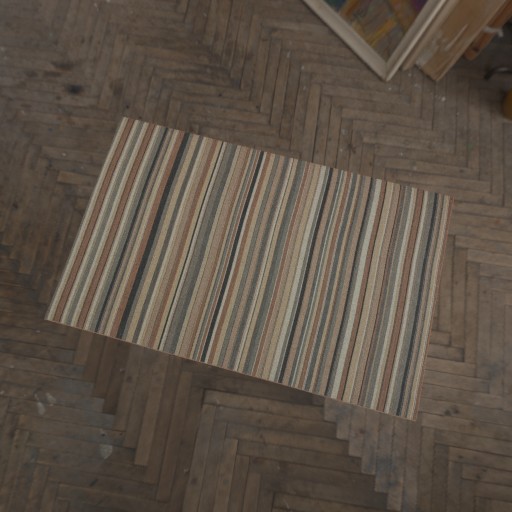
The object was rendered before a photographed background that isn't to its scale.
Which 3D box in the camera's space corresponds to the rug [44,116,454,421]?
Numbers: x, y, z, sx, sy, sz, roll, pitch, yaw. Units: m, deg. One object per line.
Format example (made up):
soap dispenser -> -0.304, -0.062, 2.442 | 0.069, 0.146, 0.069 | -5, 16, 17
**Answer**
rug -> 0.000, 0.000, 2.976 | 2.438, 0.014, 1.523 | 14, 76, 4
